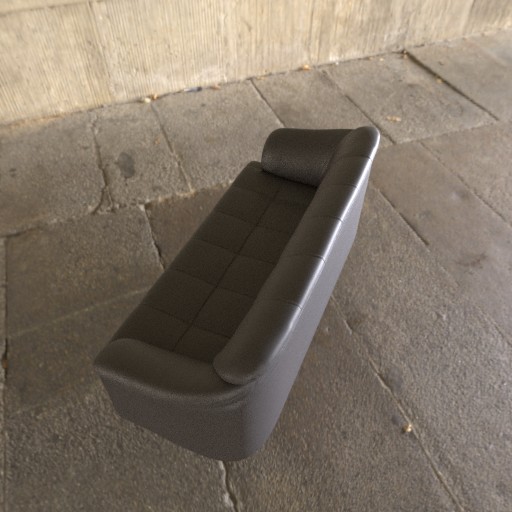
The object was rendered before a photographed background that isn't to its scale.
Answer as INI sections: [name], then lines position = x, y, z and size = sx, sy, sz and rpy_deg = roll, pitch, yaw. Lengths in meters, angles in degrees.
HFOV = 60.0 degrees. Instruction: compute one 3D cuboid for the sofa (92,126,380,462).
[sofa]
position = 0.000, 0.000, 2.237
size = 0.800, 0.811, 1.829
rpy_deg = 19, 50, 16
